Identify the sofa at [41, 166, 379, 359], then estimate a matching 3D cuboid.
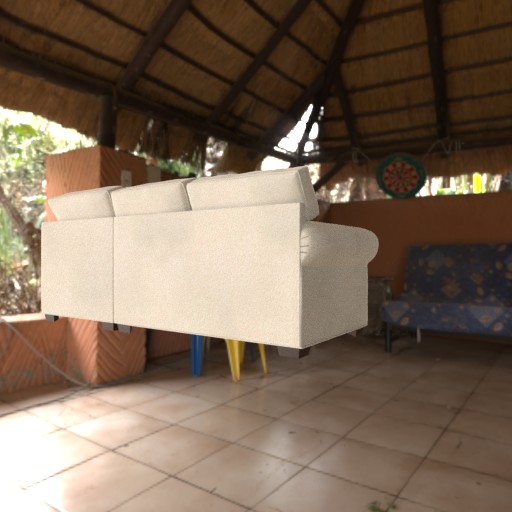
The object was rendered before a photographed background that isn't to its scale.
[{"bbox_3d":[0.000,0.000,3.946,2.487,1.054,2.569,0,0,34],"label":"sofa"}]
